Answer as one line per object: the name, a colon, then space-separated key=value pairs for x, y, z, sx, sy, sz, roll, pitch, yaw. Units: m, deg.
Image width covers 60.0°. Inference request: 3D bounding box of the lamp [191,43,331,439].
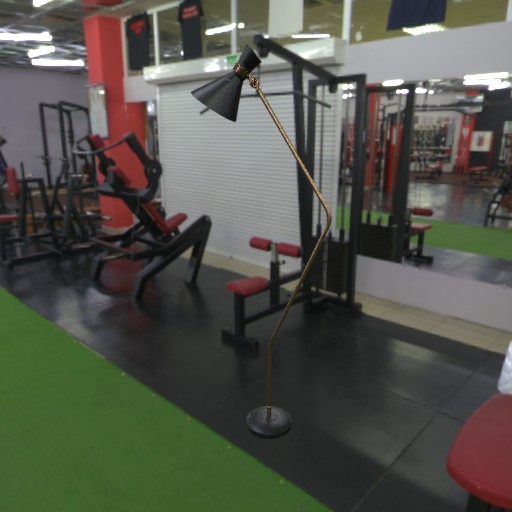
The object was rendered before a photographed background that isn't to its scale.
lamp: x=0.000 y=0.000 z=1.617 sx=0.277 sy=1.438 sz=0.467 roll=-15 pitch=21 yaw=-42
